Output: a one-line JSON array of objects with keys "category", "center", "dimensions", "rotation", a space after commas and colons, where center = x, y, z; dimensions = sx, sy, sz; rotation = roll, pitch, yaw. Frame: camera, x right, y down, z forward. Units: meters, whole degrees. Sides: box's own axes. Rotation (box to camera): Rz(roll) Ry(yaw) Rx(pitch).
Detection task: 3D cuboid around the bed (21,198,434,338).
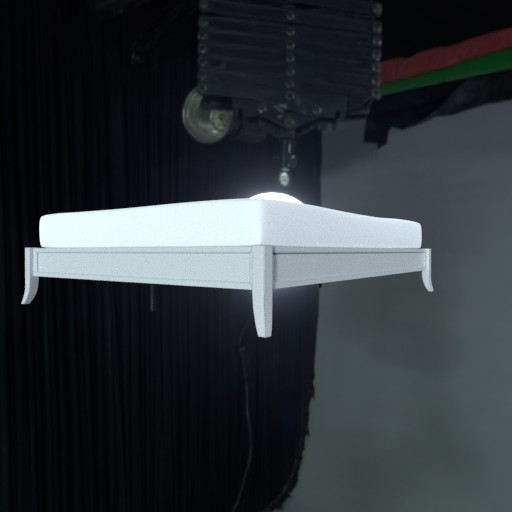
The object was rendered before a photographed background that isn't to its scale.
[{"category": "bed", "center": [0.000, 0.000, 2.772], "dimensions": [1.604, 0.510, 2.108], "rotation": [0, 1, 36]}]
